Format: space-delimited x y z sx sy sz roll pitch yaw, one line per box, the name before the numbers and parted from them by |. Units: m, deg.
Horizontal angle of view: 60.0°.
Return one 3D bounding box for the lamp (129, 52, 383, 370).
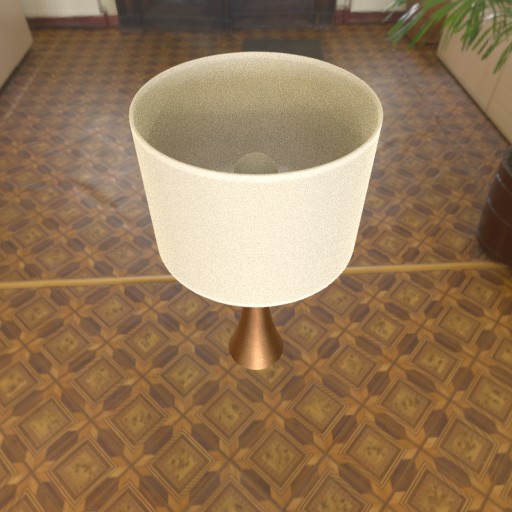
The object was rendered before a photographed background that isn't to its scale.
lamp | 0.000 0.000 0.648 0.268 0.479 0.268 32 54 27
